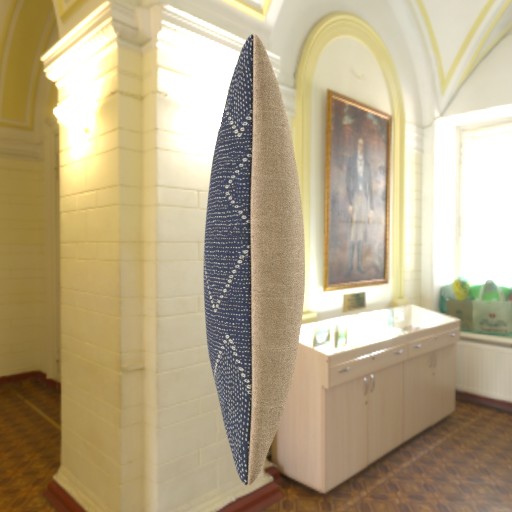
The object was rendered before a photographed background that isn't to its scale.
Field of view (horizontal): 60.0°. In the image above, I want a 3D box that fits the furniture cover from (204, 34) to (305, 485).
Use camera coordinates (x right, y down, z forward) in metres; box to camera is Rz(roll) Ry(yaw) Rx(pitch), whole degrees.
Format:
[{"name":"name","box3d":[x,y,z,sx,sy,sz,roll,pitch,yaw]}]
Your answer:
[{"name":"furniture cover","box3d":[0.000,0.000,0.740,0.162,0.503,0.511,0,1,1]}]
